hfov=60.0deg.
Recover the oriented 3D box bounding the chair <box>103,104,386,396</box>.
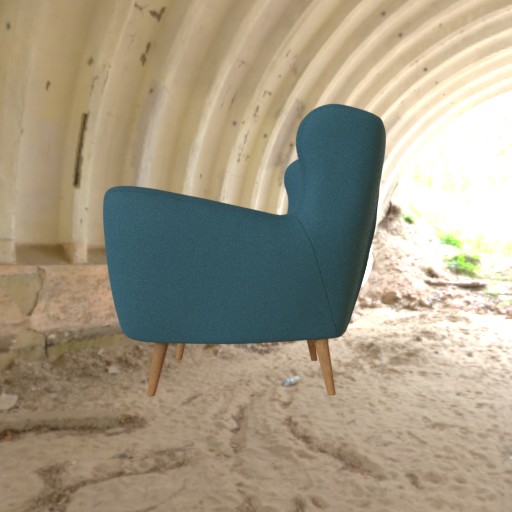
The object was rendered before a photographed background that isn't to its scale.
[{"bbox_3d":[0.000,0.000,1.656,0.889,0.889,0.890,0,0,1],"label":"chair"}]
